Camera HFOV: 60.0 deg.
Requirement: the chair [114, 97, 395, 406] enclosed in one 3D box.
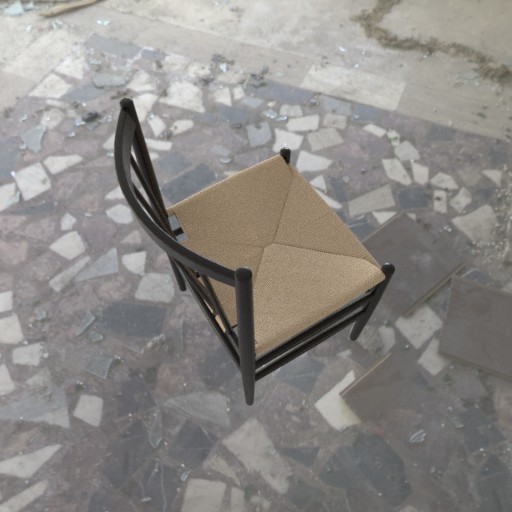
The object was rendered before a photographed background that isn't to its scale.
[{"bbox_3d":[0.000,0.000,1.168,0.516,0.818,0.495,-28,63,-16],"label":"chair"}]
